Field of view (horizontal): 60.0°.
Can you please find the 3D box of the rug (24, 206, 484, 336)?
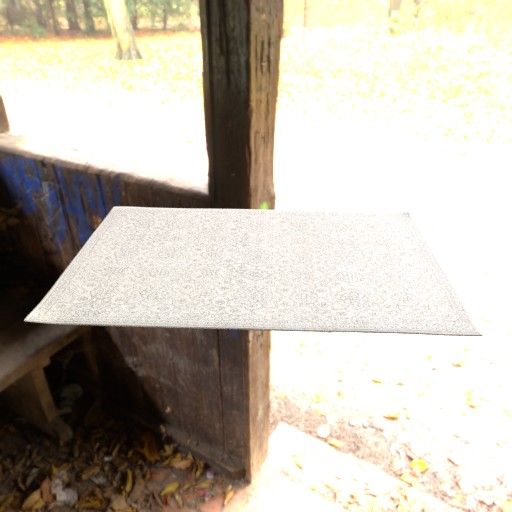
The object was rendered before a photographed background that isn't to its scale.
[{"bbox_3d":[0.000,0.000,2.384,1.947,0.023,1.214,1,31,2],"label":"rug"}]
